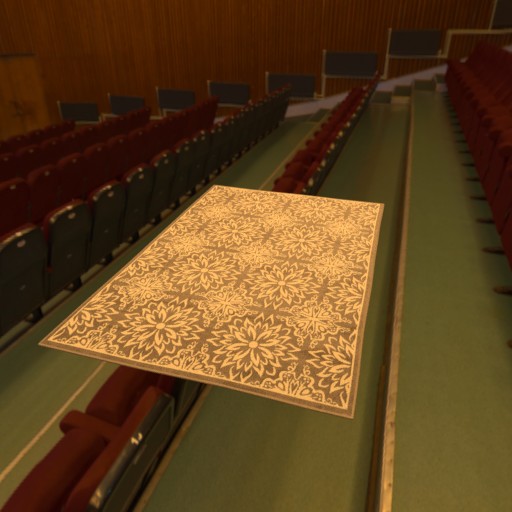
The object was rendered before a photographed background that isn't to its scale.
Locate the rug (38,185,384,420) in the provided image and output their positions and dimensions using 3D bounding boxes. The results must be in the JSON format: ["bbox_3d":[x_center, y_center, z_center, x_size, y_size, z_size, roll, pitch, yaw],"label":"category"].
[{"bbox_3d":[0.000,0.000,2.345,1.224,0.012,1.847,9,31,15],"label":"rug"}]
